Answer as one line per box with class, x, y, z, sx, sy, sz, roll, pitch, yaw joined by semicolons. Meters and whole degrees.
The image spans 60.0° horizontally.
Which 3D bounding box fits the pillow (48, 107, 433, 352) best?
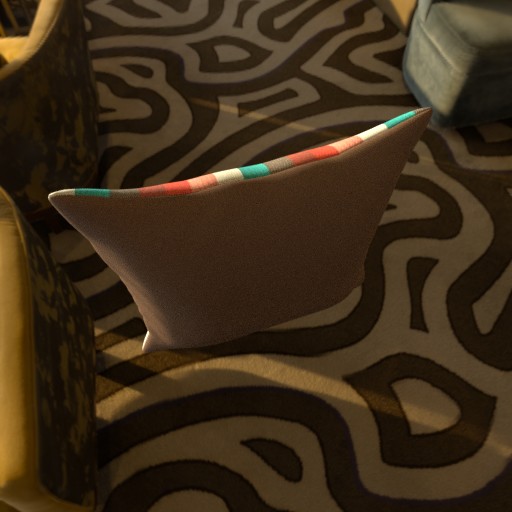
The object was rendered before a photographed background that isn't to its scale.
pillow;0.000;0.000;0.682;0.453;0.443;0.168;-15;59;-10
